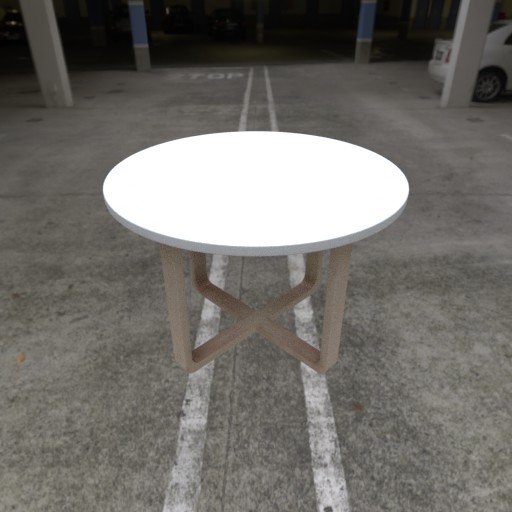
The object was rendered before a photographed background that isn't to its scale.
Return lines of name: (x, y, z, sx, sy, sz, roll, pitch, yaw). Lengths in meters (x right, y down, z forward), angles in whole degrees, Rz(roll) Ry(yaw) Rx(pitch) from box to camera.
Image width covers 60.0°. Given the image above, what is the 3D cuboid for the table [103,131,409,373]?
table: (0.000, 0.000, 1.009, 0.600, 0.400, 0.600, 0, 31, 0)
